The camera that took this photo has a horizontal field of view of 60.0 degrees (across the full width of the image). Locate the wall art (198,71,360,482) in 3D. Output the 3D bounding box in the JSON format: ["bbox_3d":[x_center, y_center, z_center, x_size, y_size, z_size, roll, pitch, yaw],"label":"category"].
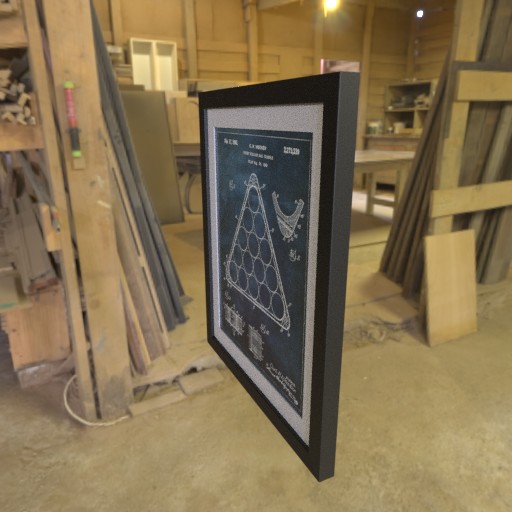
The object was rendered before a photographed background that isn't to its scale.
[{"bbox_3d":[0.000,0.000,0.705,0.025,0.508,0.432,-8,19,-25],"label":"wall art"}]
